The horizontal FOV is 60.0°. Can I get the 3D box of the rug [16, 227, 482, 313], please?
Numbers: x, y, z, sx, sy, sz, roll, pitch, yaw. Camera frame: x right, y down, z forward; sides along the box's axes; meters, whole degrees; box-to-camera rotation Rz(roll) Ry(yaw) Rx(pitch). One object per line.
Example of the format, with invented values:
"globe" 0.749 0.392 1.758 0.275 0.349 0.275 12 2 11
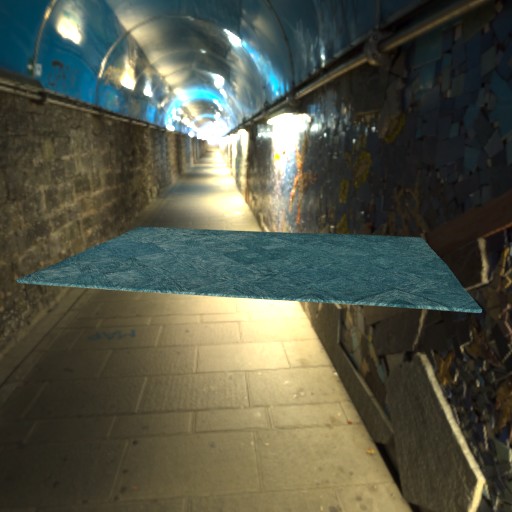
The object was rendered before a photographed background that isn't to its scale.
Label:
"rug" 0.000 0.000 2.131 1.728 0.017 1.136 3 15 10
